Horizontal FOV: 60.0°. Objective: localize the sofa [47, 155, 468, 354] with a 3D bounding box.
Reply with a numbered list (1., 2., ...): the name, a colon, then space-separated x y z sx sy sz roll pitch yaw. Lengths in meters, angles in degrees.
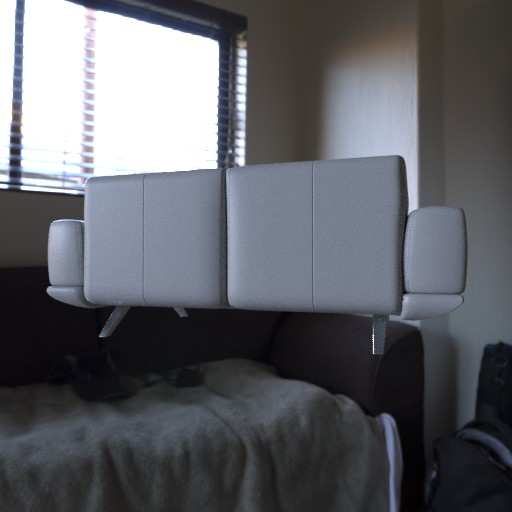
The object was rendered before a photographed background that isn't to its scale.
1. sofa: 0.000 0.000 2.308 1.901 0.772 0.900 0 -1 18
